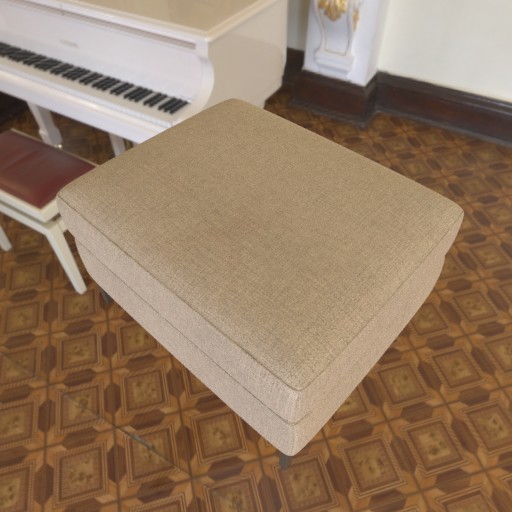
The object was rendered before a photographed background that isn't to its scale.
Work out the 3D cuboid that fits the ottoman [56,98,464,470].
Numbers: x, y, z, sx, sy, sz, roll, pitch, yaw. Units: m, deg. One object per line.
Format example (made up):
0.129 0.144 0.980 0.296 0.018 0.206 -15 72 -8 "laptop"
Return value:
0.000 0.000 1.223 0.820 0.490 0.671 34 57 27 "ottoman"
